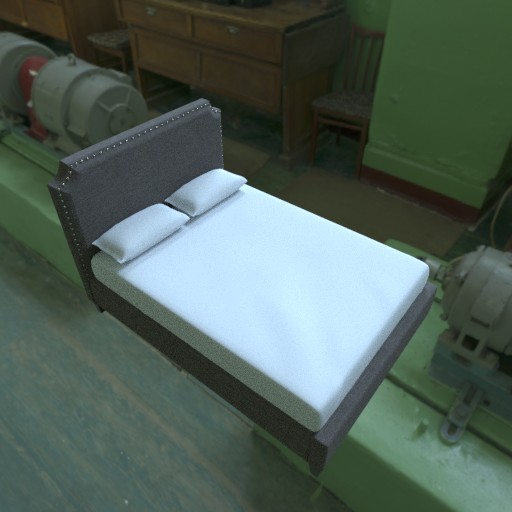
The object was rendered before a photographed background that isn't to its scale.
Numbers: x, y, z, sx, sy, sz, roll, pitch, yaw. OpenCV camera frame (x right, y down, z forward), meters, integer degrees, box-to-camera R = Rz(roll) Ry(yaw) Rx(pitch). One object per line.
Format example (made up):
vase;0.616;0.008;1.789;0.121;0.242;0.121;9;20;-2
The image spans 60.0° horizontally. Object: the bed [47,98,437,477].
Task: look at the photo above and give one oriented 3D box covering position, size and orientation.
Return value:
bed;0.000;0.000;3.422;2.381;1.457;1.713;28;48;28
